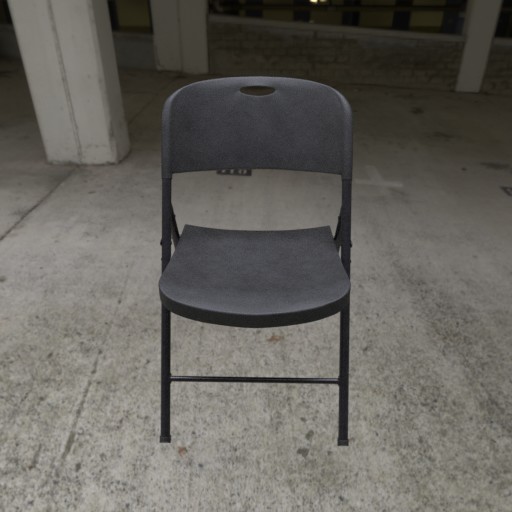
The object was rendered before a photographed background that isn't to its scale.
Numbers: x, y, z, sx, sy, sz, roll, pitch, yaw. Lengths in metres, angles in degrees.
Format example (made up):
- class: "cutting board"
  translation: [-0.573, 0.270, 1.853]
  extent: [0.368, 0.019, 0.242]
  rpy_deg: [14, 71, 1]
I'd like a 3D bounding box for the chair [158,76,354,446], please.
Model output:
- class: "chair"
  translation: [0.000, 0.000, 1.178]
  extent: [0.494, 0.810, 0.566]
  rpy_deg: [1, 31, 1]
